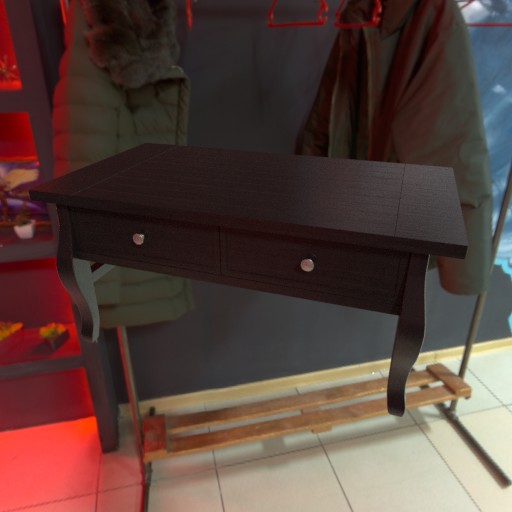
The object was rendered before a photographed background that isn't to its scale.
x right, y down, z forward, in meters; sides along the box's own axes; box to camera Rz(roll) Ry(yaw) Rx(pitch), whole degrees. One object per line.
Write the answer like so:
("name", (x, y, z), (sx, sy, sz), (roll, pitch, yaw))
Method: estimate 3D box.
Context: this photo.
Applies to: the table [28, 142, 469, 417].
("table", (0.000, 0.000, 1.362), (1.062, 0.494, 0.600), (9, 28, 17))
